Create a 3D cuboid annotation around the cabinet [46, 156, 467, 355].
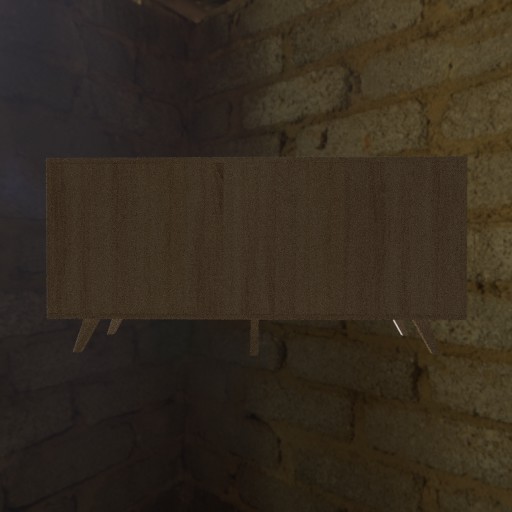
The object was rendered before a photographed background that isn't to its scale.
[{"bbox_3d":[0.000,0.000,1.989,1.650,0.780,0.500,0,1,1],"label":"cabinet"}]
